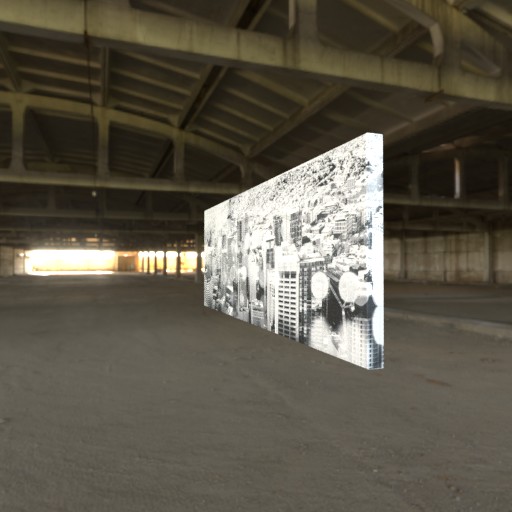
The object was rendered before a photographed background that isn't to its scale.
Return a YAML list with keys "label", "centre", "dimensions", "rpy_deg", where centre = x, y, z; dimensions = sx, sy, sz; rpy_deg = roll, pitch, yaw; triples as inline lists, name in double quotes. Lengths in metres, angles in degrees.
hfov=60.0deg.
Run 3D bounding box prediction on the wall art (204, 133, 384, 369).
- label: "wall art"
  centre: [0.000, 0.000, 1.670]
  dimensions: [0.044, 0.507, 1.520]
  rpy_deg: [0, -1, -20]
